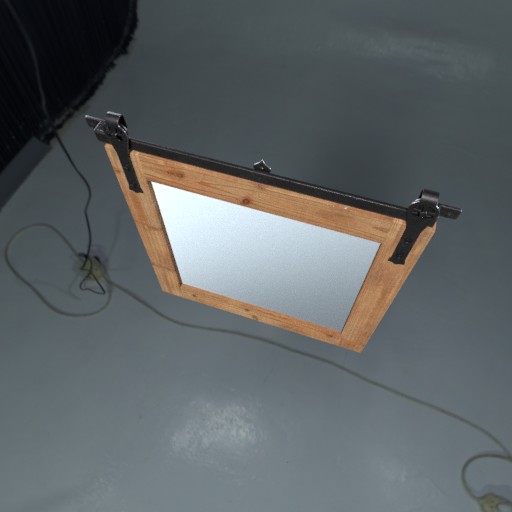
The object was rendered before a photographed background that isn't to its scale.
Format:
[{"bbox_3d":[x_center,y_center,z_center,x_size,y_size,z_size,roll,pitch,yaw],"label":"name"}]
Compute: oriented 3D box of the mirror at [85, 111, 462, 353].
[{"bbox_3d":[0.000,0.000,1.185,0.805,0.800,0.054,16,60,9],"label":"mirror"}]
